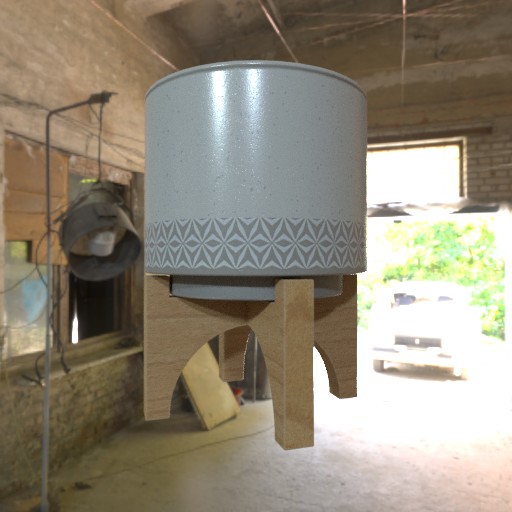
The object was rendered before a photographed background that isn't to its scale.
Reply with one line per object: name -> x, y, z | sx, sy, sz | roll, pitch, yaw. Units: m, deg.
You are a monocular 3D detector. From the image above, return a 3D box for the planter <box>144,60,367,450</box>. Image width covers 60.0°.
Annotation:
planter -> 0.000, 0.000, 0.266 | 0.130, 0.178, 0.130 | 0, 0, 0
